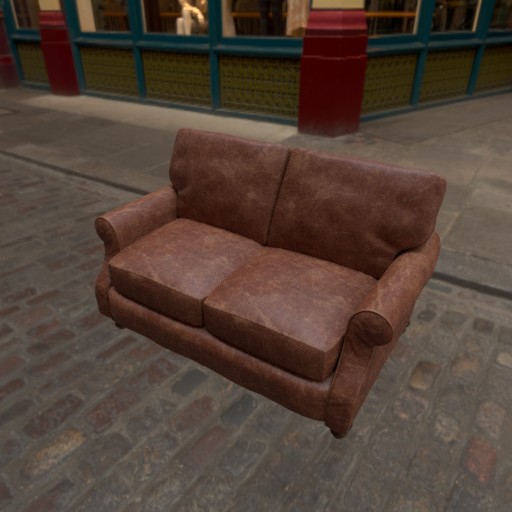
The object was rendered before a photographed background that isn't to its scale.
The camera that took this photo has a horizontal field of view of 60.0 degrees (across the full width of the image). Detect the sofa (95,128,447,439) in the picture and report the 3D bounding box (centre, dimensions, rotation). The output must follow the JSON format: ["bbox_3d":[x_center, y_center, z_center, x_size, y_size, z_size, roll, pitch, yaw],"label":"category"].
[{"bbox_3d":[0.000,0.000,2.237,1.616,0.967,0.990,18,35,28],"label":"sofa"}]
